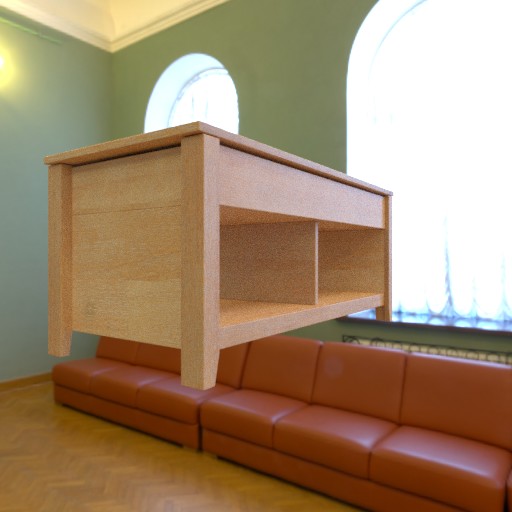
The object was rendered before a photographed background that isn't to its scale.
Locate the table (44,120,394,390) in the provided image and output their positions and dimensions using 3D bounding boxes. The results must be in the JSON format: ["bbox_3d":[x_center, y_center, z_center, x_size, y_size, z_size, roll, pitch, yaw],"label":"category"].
[{"bbox_3d":[0.000,0.000,1.298,0.483,0.457,1.016,0,0,35],"label":"table"}]
